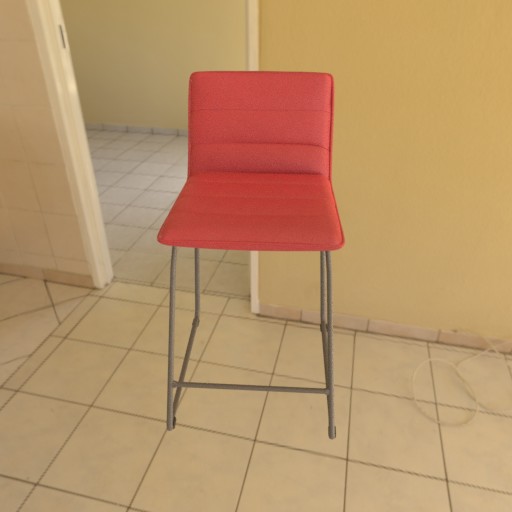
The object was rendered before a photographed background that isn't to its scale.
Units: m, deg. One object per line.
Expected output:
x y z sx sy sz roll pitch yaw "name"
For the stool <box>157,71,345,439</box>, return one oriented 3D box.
0.000 0.000 1.202 0.489 0.866 0.524 2 31 3 "stool"
